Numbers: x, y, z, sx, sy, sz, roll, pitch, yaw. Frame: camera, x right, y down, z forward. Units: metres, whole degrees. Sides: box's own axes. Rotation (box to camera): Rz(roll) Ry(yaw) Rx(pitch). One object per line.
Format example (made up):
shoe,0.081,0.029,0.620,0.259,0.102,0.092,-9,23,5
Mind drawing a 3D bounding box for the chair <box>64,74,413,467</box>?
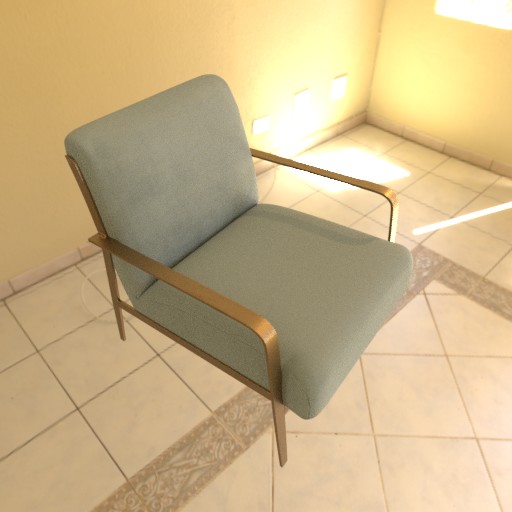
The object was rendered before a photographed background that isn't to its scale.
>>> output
chair,0.000,0.000,1.409,0.842,0.824,0.701,27,48,27
